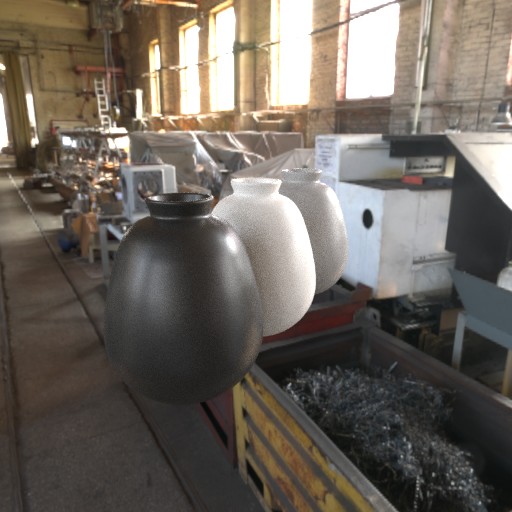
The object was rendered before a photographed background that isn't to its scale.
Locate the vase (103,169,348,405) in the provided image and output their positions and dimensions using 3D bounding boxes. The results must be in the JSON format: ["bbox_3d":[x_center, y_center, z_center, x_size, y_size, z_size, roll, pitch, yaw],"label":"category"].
[{"bbox_3d":[0.000,0.000,0.359,0.097,0.122,0.297,8,17,25],"label":"vase"}]
